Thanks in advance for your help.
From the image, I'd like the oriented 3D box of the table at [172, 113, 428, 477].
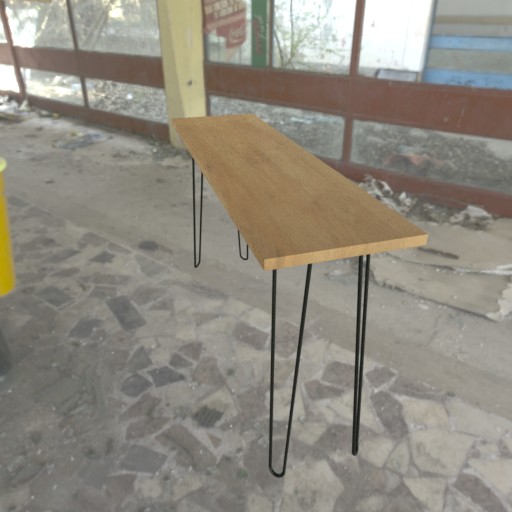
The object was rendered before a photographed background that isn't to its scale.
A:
[{"bbox_3d":[0.000,0.000,1.748,0.399,0.799,1.400,-9,30,-15],"label":"table"}]
